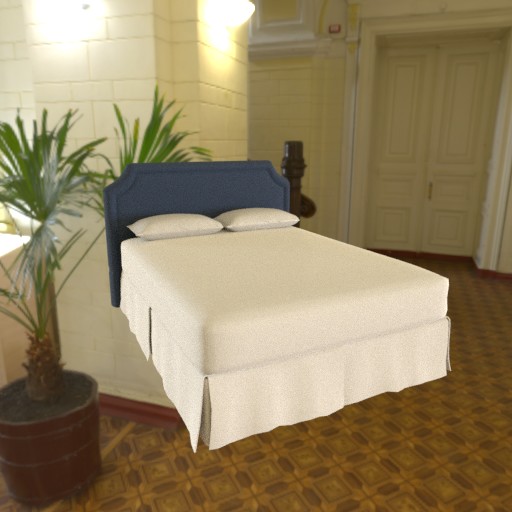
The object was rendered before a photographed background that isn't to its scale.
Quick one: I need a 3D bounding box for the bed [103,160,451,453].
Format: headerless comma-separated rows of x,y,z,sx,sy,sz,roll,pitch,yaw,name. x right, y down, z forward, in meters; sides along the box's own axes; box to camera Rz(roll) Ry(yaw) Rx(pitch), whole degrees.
0.000,0.000,3.311,1.831,1.297,2.260,-7,16,-26,bed
